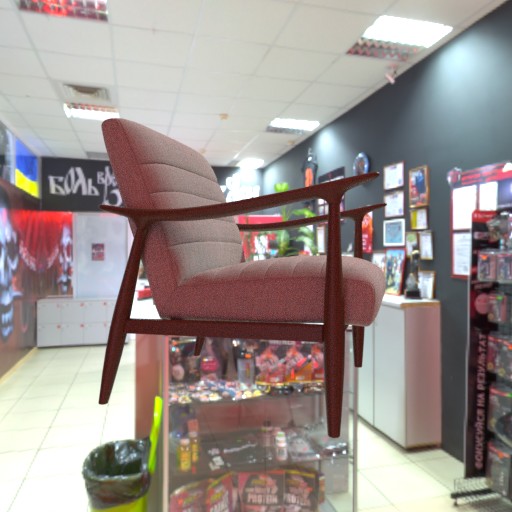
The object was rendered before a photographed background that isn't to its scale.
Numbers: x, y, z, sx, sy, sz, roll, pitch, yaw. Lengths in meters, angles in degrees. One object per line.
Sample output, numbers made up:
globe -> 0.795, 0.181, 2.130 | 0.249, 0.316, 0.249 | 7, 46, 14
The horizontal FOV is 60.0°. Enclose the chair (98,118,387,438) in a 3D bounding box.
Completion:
chair -> 0.000, 0.000, 1.432 | 0.798, 0.832, 0.741 | 0, 1, 18
